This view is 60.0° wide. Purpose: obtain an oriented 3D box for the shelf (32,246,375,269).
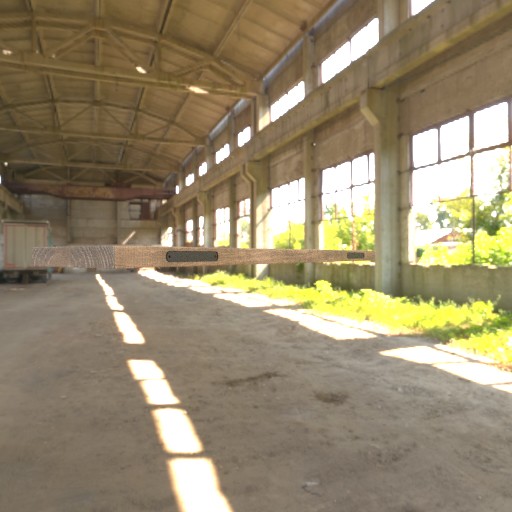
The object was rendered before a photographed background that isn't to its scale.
[{"bbox_3d":[0.000,0.000,0.672,0.140,0.020,0.610,0,0,36],"label":"shelf"}]
